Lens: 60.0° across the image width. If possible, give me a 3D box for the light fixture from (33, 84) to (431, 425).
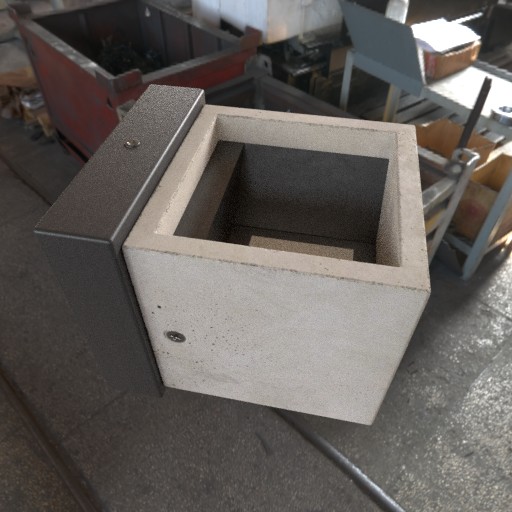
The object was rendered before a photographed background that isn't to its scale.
[{"bbox_3d":[0.000,0.000,0.235,0.143,0.121,0.121,8,47,8],"label":"light fixture"}]
